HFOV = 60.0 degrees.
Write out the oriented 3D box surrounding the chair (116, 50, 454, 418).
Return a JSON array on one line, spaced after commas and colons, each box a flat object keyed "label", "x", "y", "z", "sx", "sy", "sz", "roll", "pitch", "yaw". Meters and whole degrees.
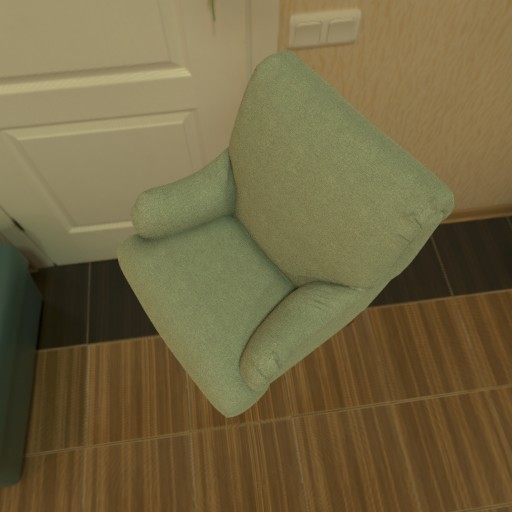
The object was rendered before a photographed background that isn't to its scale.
[{"label": "chair", "x": 0.000, "y": 0.000, "z": 1.973, "sx": 1.060, "sy": 1.178, "sz": 0.964, "roll": -34, "pitch": 68, "yaw": -16}]
